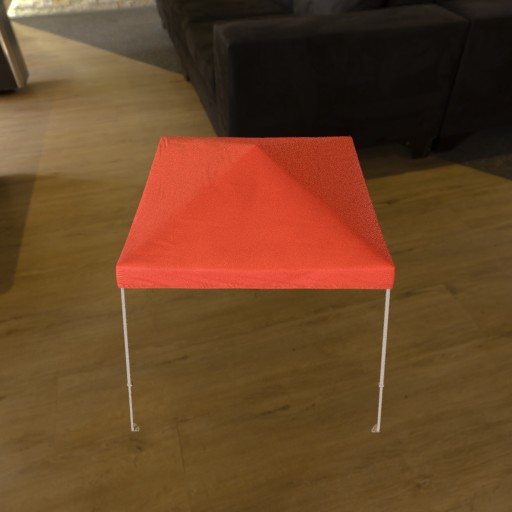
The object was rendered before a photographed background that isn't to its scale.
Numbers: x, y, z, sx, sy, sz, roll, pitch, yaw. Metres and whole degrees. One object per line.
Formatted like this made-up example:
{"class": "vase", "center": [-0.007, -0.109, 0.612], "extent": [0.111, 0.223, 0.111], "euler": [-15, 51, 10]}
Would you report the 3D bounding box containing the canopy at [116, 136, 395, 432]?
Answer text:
{"class": "canopy", "center": [0.000, 0.000, 5.190], "extent": [2.849, 2.850, 2.850], "euler": [0, 42, 0]}
